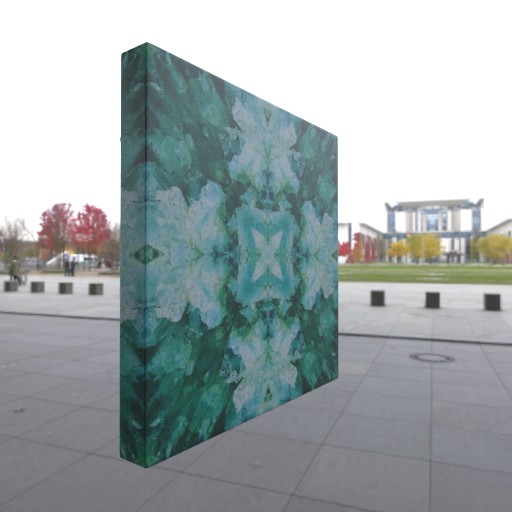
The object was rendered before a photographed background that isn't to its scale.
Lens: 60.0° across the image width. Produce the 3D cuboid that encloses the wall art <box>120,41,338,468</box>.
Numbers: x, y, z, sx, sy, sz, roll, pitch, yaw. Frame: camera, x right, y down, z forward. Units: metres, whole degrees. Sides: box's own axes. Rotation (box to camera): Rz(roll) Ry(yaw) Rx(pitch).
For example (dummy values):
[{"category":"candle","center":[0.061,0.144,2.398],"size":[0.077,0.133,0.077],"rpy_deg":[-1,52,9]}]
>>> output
[{"category":"wall art","center":[0.000,0.000,0.458],"size":[0.033,0.313,0.313],"rpy_deg":[0,-1,37]}]
